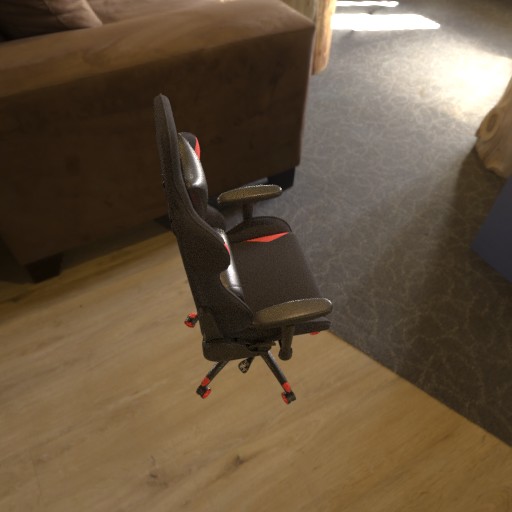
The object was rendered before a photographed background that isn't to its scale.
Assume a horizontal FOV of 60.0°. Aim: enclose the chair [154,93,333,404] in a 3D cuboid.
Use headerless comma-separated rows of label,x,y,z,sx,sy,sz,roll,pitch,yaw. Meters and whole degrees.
chair,0.000,0.000,1.714,0.658,1.326,0.695,-11,49,-9
